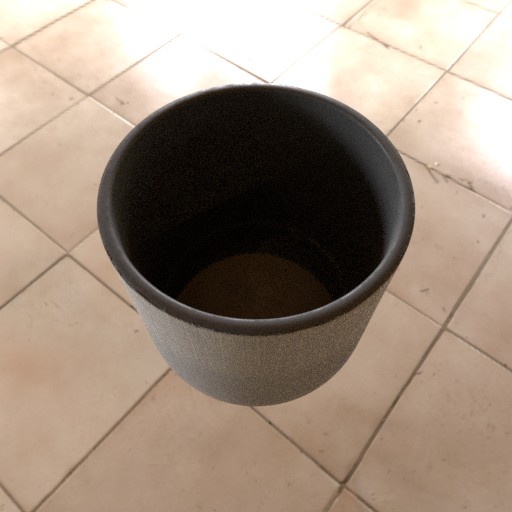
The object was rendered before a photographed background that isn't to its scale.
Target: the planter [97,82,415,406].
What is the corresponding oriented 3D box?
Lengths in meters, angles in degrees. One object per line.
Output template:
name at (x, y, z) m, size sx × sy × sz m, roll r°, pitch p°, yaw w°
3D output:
planter at (0.000, 0.000, 0.444) m, size 0.254 × 0.221 × 0.254 m, roll 0°, pitch 59°, yaw 0°
